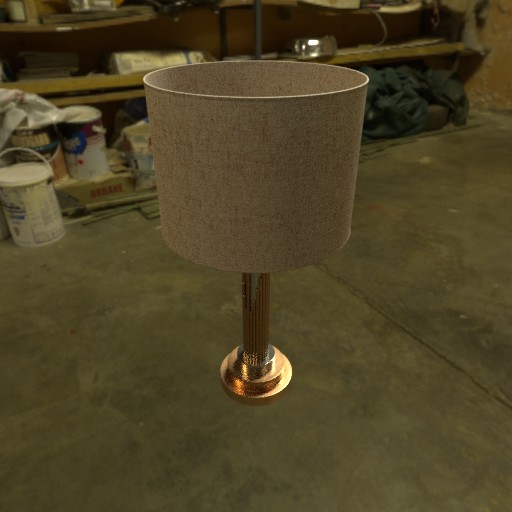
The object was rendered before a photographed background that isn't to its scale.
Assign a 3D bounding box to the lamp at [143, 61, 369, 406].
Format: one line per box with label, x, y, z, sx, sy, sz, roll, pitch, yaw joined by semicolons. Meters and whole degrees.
lamp;0.000;0.000;0.799;0.321;0.610;0.321;7;31;12
